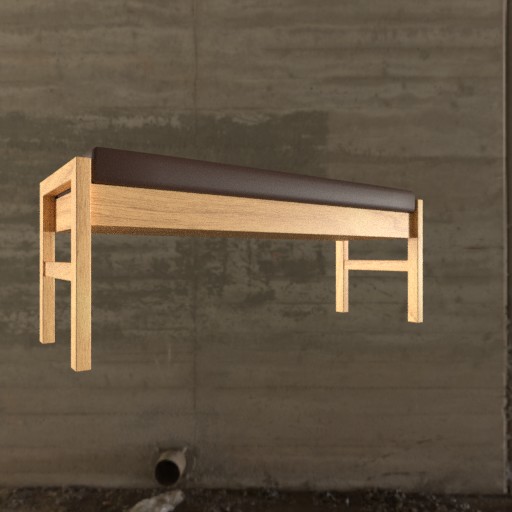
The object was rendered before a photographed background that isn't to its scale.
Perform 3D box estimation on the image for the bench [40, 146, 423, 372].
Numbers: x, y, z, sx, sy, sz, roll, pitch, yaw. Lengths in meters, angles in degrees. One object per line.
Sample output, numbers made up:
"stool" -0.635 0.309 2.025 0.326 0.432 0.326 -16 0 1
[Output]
"bench" 0.000 0.000 1.426 1.200 0.480 0.405 0 0 -36
